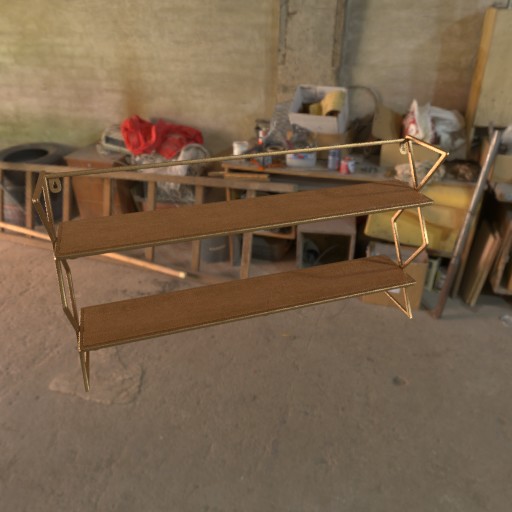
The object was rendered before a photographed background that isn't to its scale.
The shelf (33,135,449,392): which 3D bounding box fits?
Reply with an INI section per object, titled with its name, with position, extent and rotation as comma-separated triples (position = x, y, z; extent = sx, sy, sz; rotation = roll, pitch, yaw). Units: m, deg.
[shelf]
position = 0.000, 0.000, 1.013
extent = 0.822, 0.450, 0.150
rotation = -9, 32, -15
